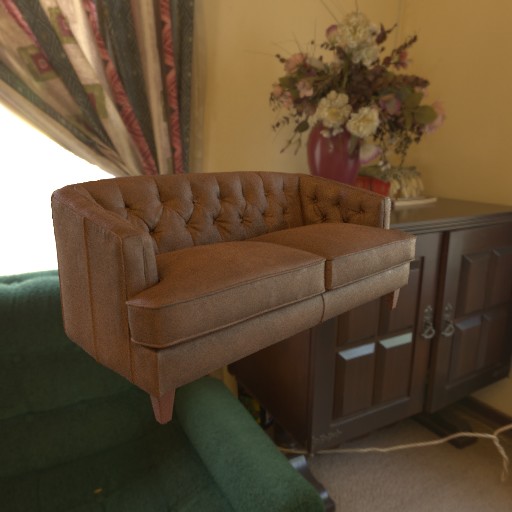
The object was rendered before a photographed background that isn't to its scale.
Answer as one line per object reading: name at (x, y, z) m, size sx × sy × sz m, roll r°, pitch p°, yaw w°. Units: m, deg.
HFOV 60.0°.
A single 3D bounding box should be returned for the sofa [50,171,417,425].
sofa at (0.000, 0.000, 2.219) m, size 0.917 × 0.799 × 1.767 m, roll 12°, pitch 18°, yaw 43°
